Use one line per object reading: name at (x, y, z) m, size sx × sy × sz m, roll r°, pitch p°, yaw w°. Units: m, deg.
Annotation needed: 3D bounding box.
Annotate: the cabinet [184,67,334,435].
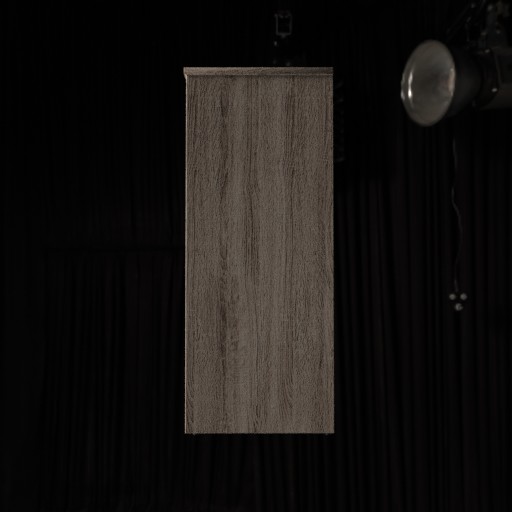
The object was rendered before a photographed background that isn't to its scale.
cabinet at (0.000, 0.000, 1.808) m, size 0.380 × 0.900 × 1.450 m, roll 0°, pitch -1°, yaw 0°
